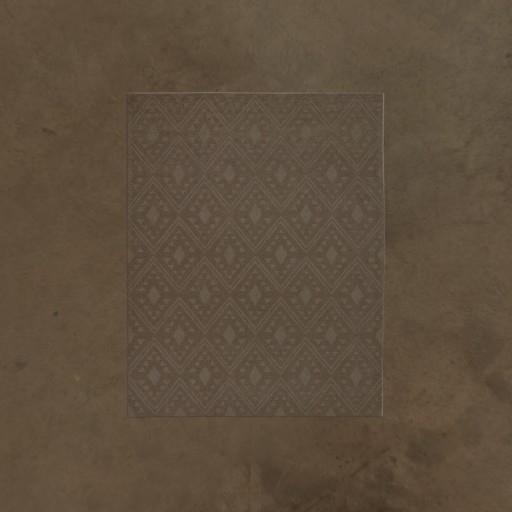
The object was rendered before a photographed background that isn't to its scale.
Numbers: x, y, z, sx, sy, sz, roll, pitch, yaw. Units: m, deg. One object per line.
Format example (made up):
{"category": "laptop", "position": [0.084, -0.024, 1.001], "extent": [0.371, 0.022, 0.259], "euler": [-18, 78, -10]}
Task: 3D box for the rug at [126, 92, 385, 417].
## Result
{"category": "rug", "position": [0.000, 0.000, 4.117], "extent": [2.399, 0.054, 3.011], "euler": [0, 91, 0]}
